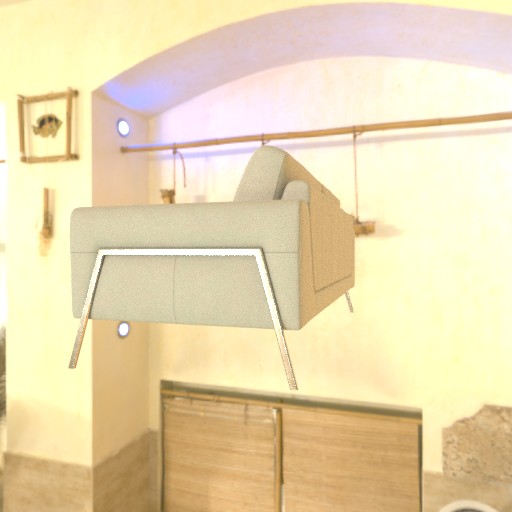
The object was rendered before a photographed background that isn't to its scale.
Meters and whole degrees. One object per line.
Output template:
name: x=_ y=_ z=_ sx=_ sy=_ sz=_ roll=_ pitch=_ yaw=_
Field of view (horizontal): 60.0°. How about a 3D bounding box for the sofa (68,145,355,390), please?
sofa: x=0.000 y=0.000 z=2.567 sx=0.953 sy=0.875 sz=2.017 roll=0 pitch=0 yaw=18
